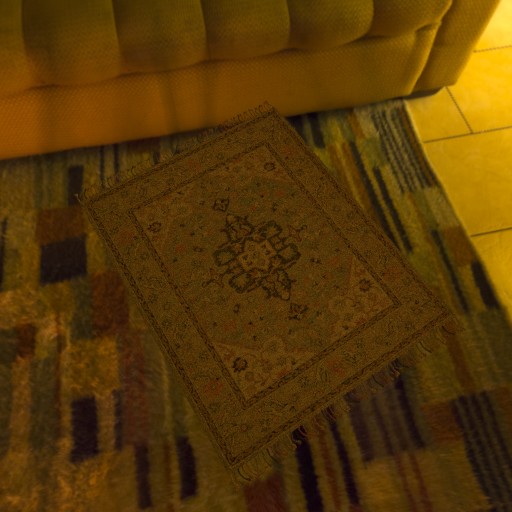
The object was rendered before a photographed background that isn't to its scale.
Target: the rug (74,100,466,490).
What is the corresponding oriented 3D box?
[{"bbox_3d":[0.000,0.000,3.490,1.971,0.010,2.651,-30,68,-14],"label":"rug"}]
